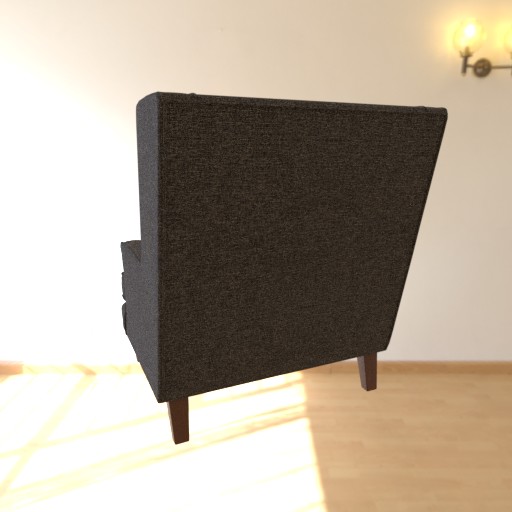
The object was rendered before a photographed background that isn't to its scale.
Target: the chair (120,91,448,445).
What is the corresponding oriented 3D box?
[{"bbox_3d":[0.000,0.000,1.735,0.942,1.082,0.927,-6,15,-24],"label":"chair"}]
